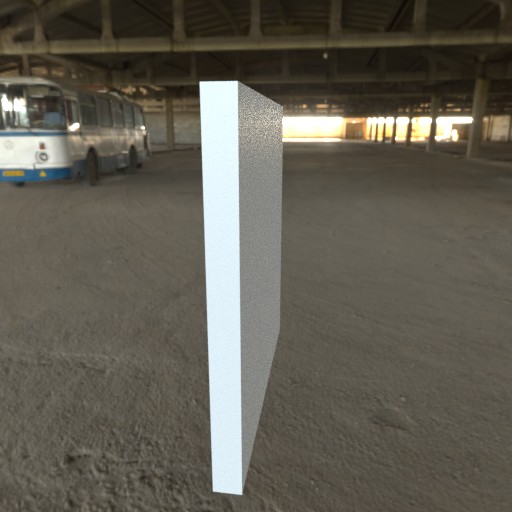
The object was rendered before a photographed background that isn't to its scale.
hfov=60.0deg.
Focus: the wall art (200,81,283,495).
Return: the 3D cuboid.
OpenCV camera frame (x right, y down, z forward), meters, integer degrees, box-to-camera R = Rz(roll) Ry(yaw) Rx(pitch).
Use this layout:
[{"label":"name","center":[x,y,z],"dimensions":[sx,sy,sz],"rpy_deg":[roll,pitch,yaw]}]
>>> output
[{"label":"wall art","center":[0.000,0.000,0.529],"dimensions":[0.027,0.355,0.355],"rpy_deg":[2,16,8]}]
